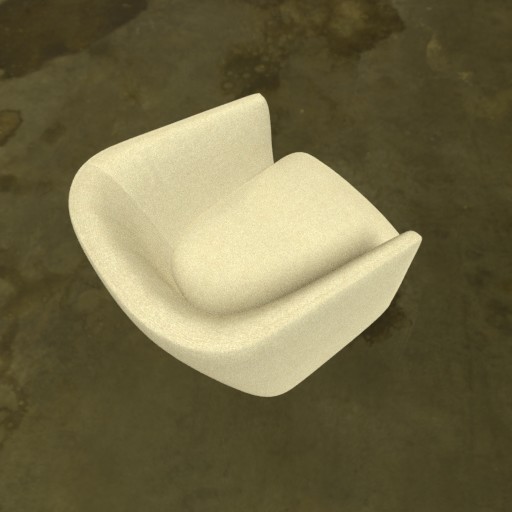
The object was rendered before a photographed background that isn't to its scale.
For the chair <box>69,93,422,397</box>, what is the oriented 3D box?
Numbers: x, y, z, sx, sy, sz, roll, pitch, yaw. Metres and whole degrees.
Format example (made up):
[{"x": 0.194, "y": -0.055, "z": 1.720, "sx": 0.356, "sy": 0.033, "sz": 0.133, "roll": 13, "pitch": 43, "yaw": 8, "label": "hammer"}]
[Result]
[{"x": 0.000, "y": 0.000, "z": 1.586, "sx": 0.986, "sy": 0.861, "sz": 0.822, "roll": -32, "pitch": 63, "yaw": -18, "label": "chair"}]
